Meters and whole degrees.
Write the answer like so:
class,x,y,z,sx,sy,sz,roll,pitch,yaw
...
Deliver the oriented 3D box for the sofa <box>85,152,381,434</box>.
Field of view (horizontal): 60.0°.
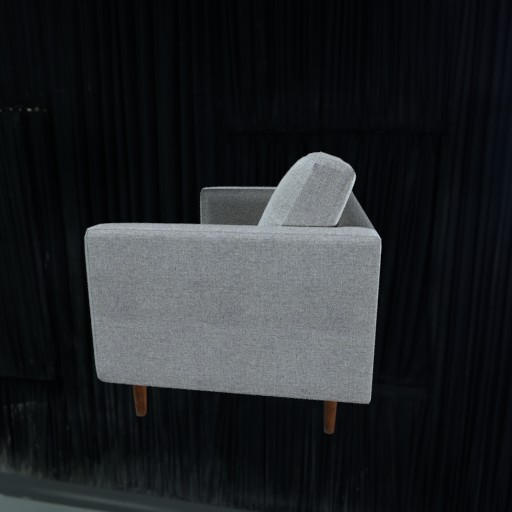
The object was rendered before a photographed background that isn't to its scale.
class,x,y,z,sx,sy,sz,roll,pitch,yaw
sofa,0.000,0.000,2.146,0.969,0.973,1.527,2,14,8
